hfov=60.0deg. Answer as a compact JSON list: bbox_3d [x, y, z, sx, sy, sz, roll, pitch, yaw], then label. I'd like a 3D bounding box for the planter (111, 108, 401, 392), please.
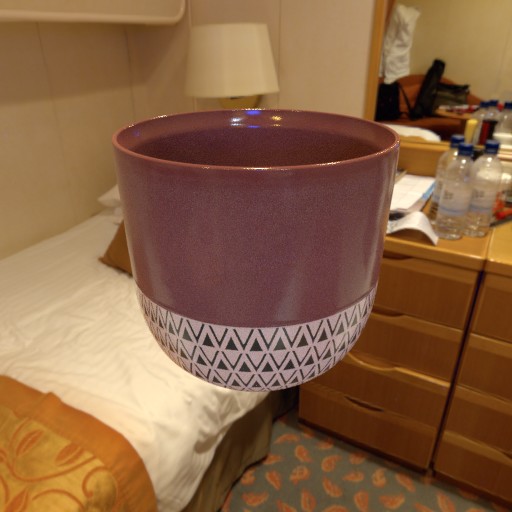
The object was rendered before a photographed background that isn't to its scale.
[{"bbox_3d":[0.000,0.000,0.484,0.266,0.270,0.266,0,27,0],"label":"planter"}]
